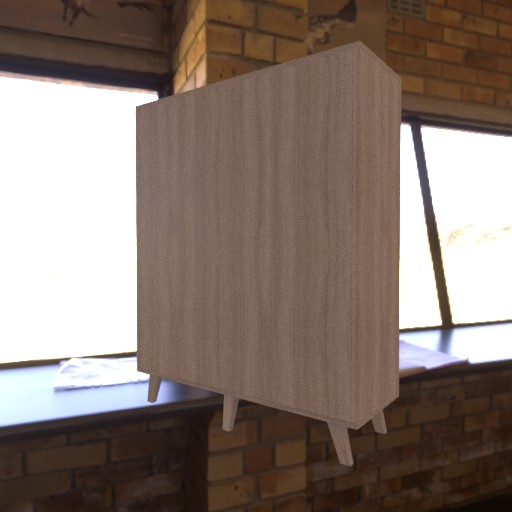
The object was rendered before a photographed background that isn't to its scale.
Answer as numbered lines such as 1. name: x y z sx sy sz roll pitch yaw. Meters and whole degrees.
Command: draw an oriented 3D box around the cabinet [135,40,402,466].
1. cabinet: 0.000 0.000 1.908 1.111 1.388 0.398 1 2 37
